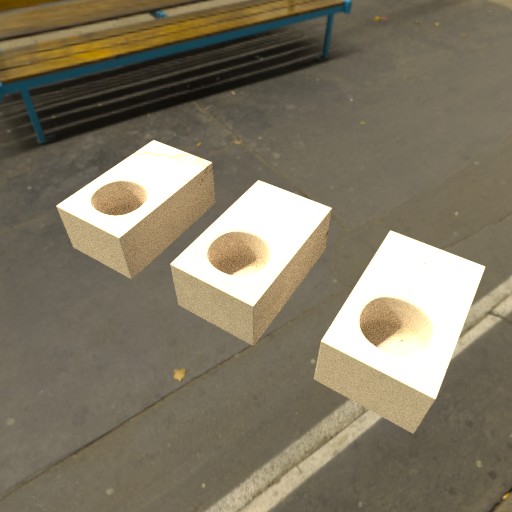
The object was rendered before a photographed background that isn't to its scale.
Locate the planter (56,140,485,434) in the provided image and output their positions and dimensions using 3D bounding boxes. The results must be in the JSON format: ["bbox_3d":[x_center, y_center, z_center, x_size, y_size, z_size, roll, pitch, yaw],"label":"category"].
[{"bbox_3d":[0.000,0.000,0.380,0.333,0.051,0.127,25,51,22],"label":"planter"}]
